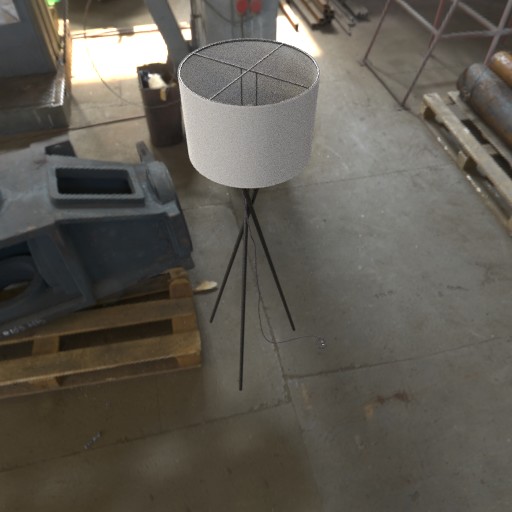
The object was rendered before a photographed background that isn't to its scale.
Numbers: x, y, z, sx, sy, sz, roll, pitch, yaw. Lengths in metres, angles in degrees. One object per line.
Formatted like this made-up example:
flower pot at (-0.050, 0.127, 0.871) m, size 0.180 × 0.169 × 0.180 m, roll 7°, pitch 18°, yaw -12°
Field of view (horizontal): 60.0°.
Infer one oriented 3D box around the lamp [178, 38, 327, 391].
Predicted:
lamp at (0.000, 0.000, 1.925) m, size 0.667 × 1.624 × 0.522 m, roll 25°, pitch 53°, yaw 20°
